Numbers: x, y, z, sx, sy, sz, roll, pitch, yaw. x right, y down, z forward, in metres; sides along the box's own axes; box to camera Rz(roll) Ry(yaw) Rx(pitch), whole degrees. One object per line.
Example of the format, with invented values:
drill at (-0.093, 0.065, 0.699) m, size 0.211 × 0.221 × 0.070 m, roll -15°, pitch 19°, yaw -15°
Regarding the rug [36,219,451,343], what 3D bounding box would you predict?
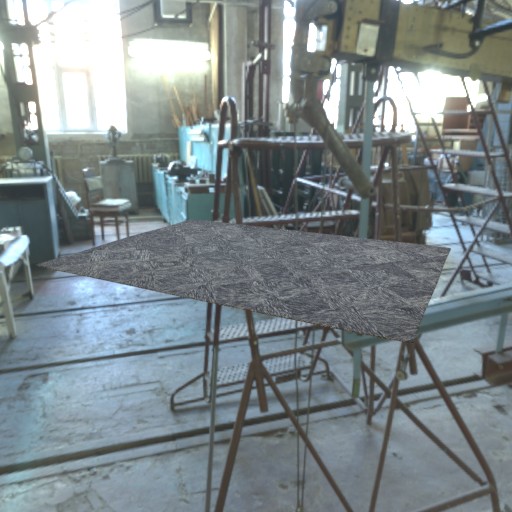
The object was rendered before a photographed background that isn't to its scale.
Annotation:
rug at (0.000, 0.000, 5.333) m, size 4.093 × 0.020 × 2.997 m, roll 8°, pitch 18°, yaw 27°
